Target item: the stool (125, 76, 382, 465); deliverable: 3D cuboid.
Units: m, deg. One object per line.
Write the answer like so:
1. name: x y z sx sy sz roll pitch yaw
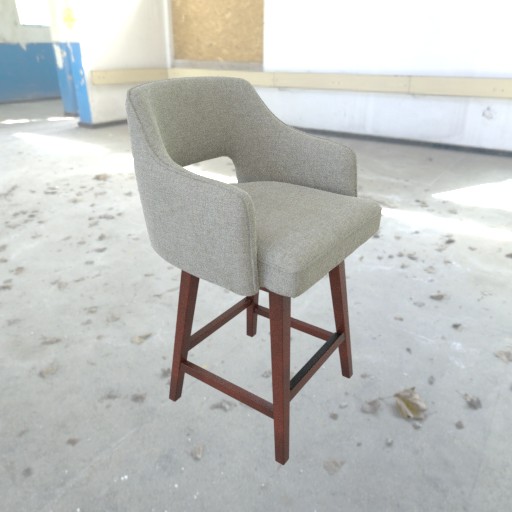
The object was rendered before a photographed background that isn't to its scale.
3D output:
1. stool: 0.000 0.000 1.290 0.558 0.944 0.599 17 31 31
